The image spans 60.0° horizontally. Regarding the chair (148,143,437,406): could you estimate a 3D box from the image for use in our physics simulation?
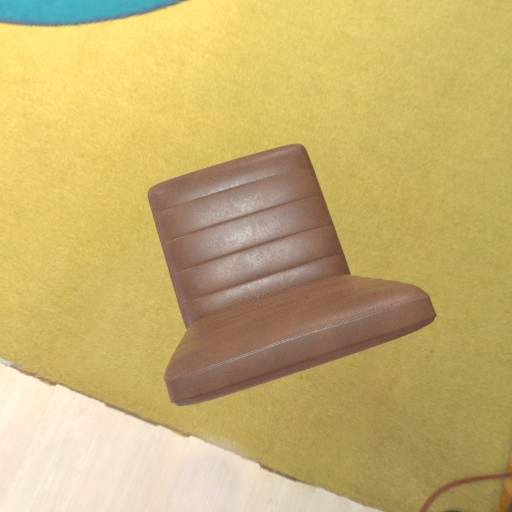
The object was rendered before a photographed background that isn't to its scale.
[{"bbox_3d":[0.000,0.000,1.286,0.520,0.930,0.634,-17,78,-4],"label":"chair"}]
